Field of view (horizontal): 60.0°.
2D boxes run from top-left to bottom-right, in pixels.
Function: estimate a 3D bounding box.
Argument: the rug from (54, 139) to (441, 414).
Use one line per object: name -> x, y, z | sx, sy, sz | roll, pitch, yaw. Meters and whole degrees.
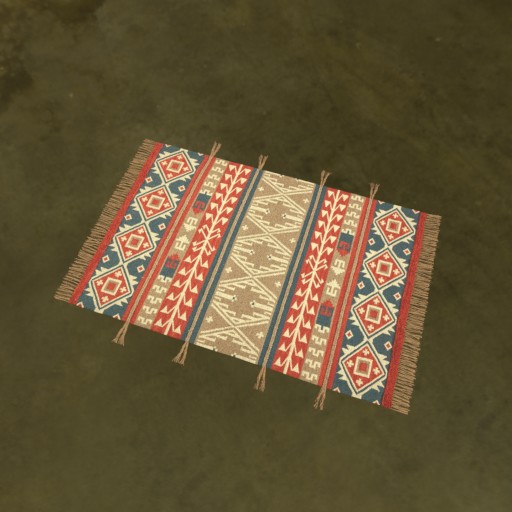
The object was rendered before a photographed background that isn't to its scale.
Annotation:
rug -> 0.000, 0.000, 3.166 | 2.450, 0.048, 1.778 | 16, 64, 8
